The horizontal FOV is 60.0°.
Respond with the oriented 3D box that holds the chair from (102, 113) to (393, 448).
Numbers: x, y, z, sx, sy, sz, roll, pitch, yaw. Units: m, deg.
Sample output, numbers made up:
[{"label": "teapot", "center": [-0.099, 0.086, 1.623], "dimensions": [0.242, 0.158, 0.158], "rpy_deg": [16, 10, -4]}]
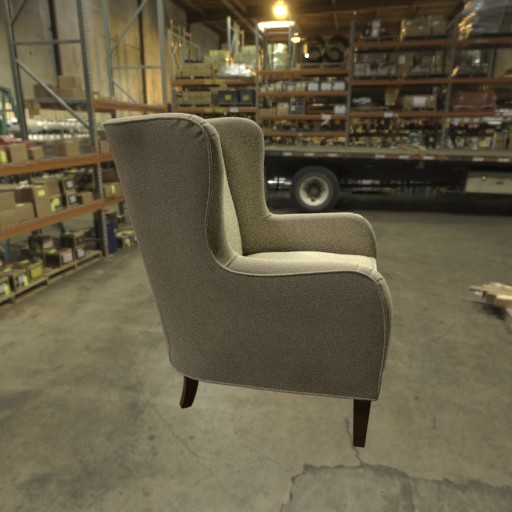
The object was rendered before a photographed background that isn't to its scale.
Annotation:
[{"label": "chair", "center": [0.000, 0.000, 1.718], "dimensions": [0.966, 1.040, 0.838], "rpy_deg": [3, 17, 11]}]
